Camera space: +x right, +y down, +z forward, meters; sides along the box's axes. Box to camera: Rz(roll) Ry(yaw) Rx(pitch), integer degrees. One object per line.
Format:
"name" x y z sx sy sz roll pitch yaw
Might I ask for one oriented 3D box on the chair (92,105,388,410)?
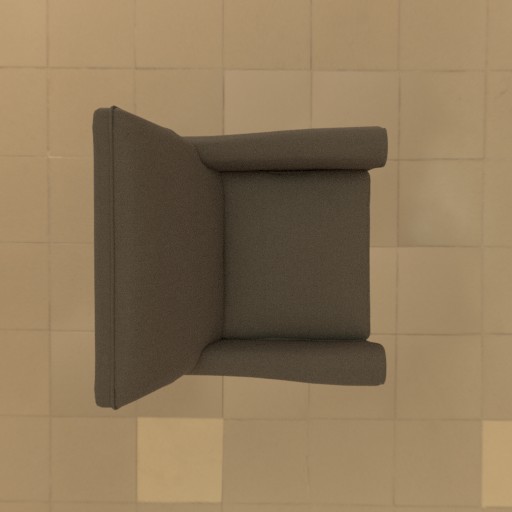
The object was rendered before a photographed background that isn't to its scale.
"chair" 0.000 0.000 1.569 0.831 0.911 0.836 0 91 0
